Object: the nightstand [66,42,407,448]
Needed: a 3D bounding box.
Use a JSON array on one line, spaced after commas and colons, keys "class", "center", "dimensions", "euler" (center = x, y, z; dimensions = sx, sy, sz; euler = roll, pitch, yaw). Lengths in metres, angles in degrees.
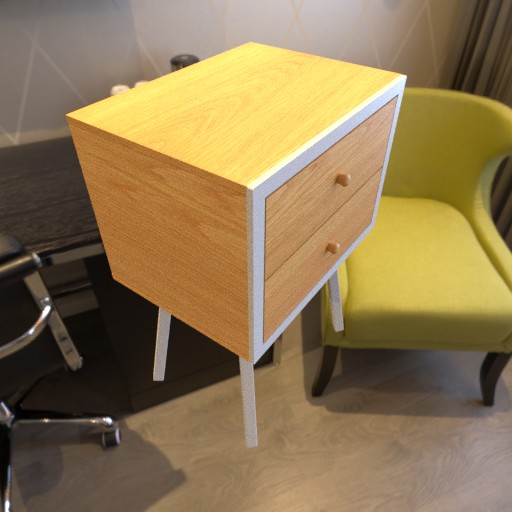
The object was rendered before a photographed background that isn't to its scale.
[{"class": "nightstand", "center": [0.000, 0.000, 0.820], "dimensions": [0.316, 0.601, 0.400], "euler": [26, 47, 26]}]
